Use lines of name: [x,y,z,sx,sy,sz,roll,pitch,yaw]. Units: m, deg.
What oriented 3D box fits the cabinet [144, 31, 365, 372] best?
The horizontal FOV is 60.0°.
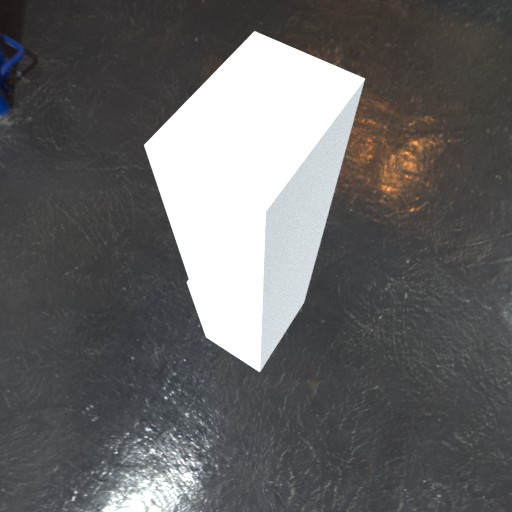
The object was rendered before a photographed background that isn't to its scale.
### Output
cabinet: [0.000,0.000,1.517,0.300,1.350,0.400,30,67,14]
